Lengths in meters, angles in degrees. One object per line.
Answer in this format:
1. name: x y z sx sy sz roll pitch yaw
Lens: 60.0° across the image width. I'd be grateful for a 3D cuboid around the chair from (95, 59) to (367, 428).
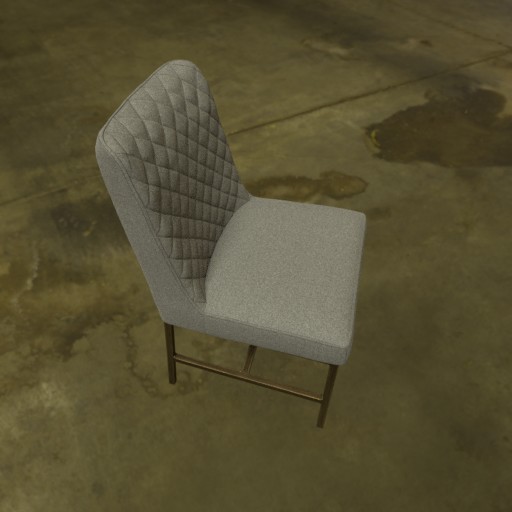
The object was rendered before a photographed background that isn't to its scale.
1. chair: 0.000 0.000 1.243 0.587 0.889 0.508 10 46 10
